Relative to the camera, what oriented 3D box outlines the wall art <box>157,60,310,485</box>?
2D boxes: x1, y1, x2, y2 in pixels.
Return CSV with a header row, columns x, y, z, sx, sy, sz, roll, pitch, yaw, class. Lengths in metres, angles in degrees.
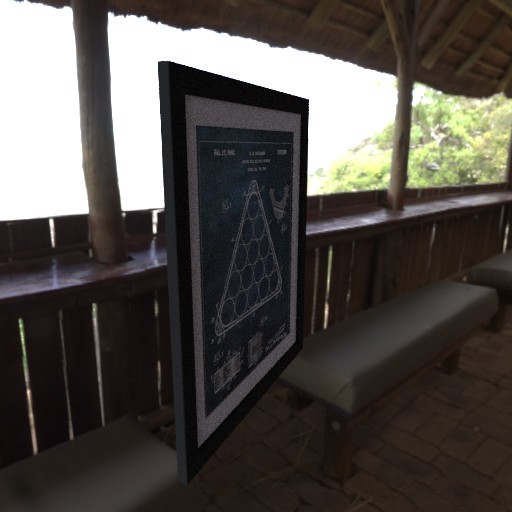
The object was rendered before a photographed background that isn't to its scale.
x,y,z,sx,sy,sz,roll,pitch,yaw,class
0.000,0.000,0.499,0.010,0.361,0.311,7,16,25,wall art
